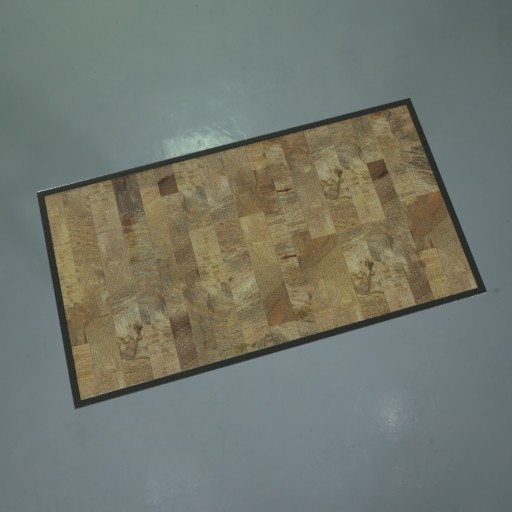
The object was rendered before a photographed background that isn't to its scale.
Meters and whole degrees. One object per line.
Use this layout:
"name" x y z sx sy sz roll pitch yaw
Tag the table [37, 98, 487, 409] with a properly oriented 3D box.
"table" 0.000 0.000 1.499 1.199 0.398 0.649 -15 77 -3
